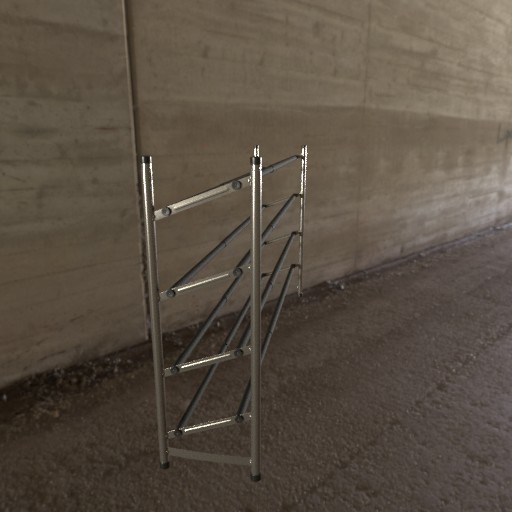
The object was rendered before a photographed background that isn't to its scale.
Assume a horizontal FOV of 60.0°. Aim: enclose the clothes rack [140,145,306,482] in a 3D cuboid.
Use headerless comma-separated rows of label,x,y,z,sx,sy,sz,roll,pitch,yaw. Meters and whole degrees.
clothes rack,0.000,0.000,1.423,0.229,0.672,1.168,3,15,10
